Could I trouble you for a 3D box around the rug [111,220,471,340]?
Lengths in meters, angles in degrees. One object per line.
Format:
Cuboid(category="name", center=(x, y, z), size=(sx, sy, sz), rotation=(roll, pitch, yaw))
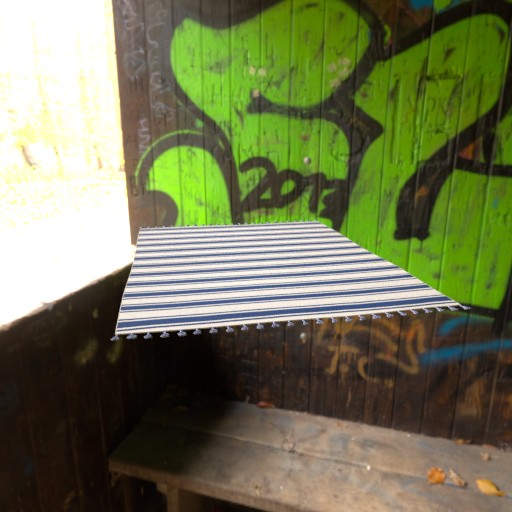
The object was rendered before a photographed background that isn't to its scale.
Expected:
Cuboid(category="rug", center=(0.000, 0.000, 4.507), size=(2.471, 0.016, 3.416), rotation=(-3, 16, -11))
